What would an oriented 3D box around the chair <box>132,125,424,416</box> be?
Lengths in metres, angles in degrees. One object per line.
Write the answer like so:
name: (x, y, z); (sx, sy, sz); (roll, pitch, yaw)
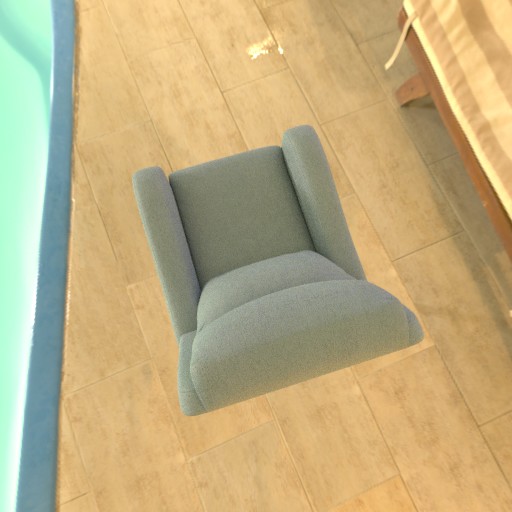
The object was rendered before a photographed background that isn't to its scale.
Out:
chair: (0.000, 0.000, 1.750); (0.785, 1.067, 0.988); (-17, 75, -5)
